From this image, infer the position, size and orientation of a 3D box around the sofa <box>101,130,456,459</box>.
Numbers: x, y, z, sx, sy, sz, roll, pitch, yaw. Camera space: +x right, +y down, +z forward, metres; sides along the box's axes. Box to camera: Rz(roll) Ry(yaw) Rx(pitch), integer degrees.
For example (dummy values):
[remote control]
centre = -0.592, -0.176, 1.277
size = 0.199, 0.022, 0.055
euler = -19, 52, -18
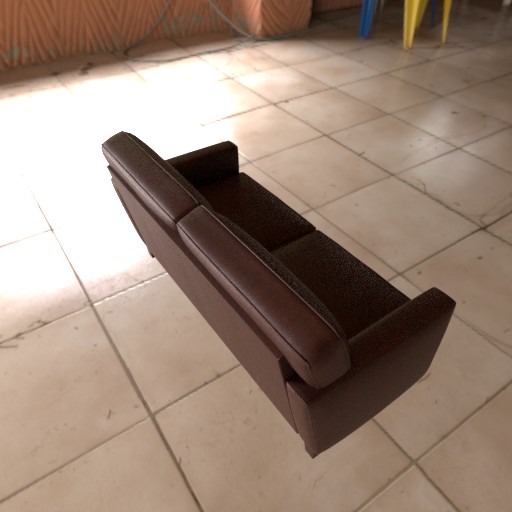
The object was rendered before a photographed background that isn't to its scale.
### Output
[sofa]
centre = 0.000, 0.000, 2.370
size = 0.912, 0.928, 1.876
euler = -25, 47, -26
